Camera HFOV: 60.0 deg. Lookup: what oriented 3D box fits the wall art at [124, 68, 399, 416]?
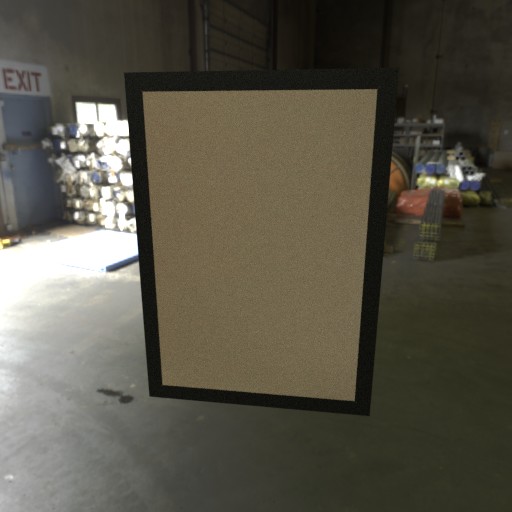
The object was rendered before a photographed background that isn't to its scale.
[{"bbox_3d":[0.000,0.000,0.683,0.379,0.530,0.008,2,17,8],"label":"wall art"}]
